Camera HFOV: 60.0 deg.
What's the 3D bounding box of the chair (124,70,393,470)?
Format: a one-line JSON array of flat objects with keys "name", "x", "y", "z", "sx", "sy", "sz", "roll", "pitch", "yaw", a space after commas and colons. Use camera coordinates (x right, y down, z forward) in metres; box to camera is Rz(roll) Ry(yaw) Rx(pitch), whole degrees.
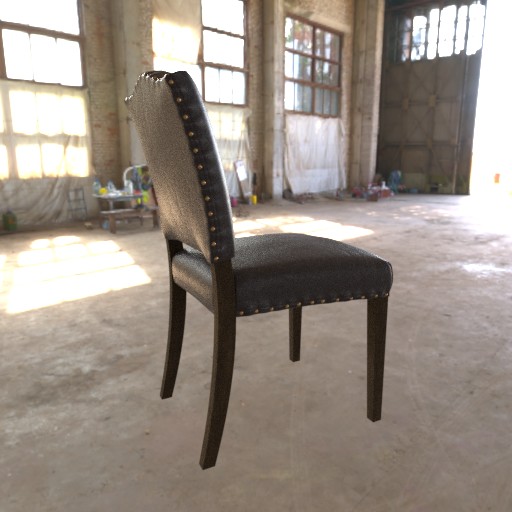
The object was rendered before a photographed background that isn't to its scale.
[{"name": "chair", "x": 0.000, "y": 0.000, "z": 1.321, "sx": 0.633, "sy": 0.991, "sz": 0.500, "roll": -6, "pitch": 14, "yaw": -27}]
